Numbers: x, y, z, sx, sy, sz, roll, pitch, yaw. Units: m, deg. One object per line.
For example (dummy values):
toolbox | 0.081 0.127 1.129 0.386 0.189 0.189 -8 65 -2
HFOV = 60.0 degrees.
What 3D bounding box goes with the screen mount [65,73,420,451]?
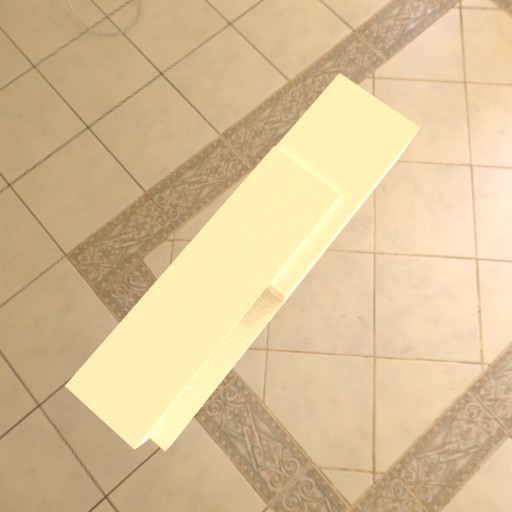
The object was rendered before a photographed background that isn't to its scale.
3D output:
screen mount | 0.000 0.000 1.880 0.420 0.320 1.680 38 79 9
